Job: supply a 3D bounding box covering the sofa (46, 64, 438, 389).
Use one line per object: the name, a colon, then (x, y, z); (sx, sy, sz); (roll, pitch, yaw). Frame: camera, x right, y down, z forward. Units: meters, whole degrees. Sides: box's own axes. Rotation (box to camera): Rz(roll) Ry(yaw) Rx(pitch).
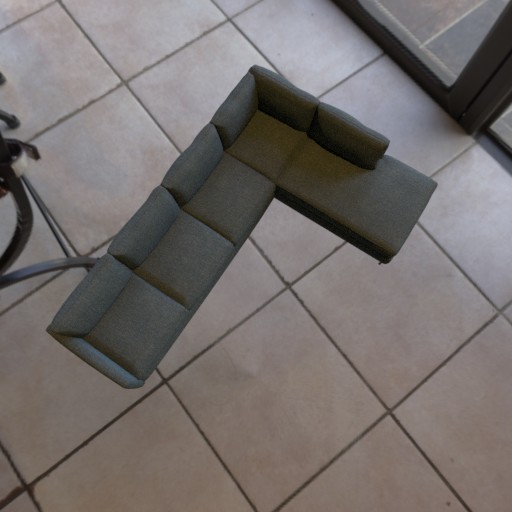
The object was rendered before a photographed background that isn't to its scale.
sofa: (0.000, 0.000, 3.776); (2.007, 0.815, 2.949); (33, 77, 8)
